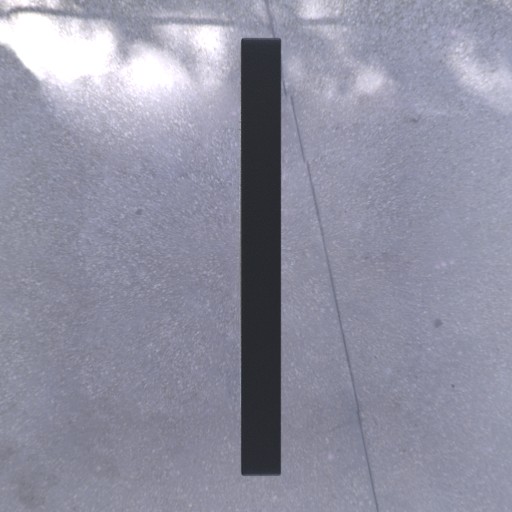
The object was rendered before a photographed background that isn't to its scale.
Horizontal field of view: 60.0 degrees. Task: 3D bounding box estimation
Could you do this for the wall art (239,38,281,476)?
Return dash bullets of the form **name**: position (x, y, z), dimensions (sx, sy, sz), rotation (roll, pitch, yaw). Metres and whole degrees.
- **wall art**: position (0.000, 0.000, 0.611), dimensions (0.041, 0.407, 0.406), rotation (0, 91, -1)
